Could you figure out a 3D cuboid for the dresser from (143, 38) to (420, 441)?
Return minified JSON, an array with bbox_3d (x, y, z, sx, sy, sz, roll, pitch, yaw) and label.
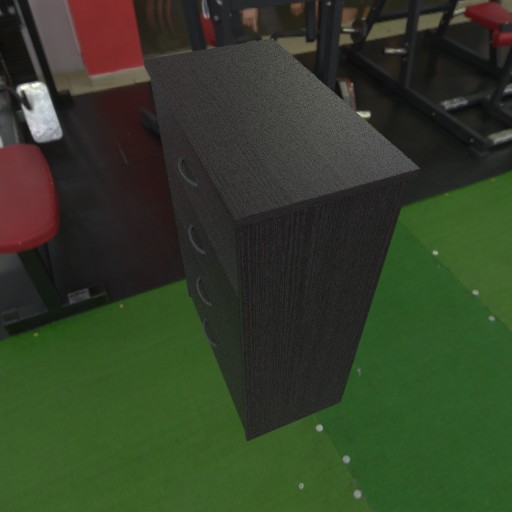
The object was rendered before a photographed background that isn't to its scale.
[{"bbox_3d":[0.000,0.000,1.402,0.399,1.020,0.704,-17,49,-15],"label":"dresser"}]
